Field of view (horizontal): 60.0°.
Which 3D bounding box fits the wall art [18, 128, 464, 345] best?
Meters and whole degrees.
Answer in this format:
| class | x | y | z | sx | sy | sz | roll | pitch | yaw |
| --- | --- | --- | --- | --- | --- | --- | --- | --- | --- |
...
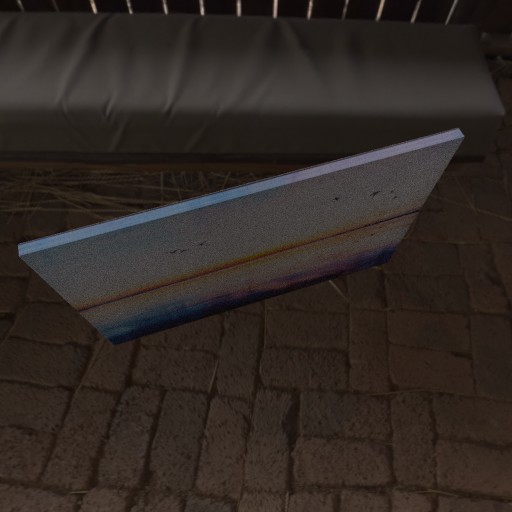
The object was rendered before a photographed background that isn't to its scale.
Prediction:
| class | x | y | z | sx | sy | sz | roll | pitch | yaw |
| --- | --- | --- | --- | --- | --- | --- | --- | --- | --- |
| wall art | 0.000 | 0.000 | 1.426 | 1.137 | 0.756 | 0.034 | -16 | 65 | -8 |
